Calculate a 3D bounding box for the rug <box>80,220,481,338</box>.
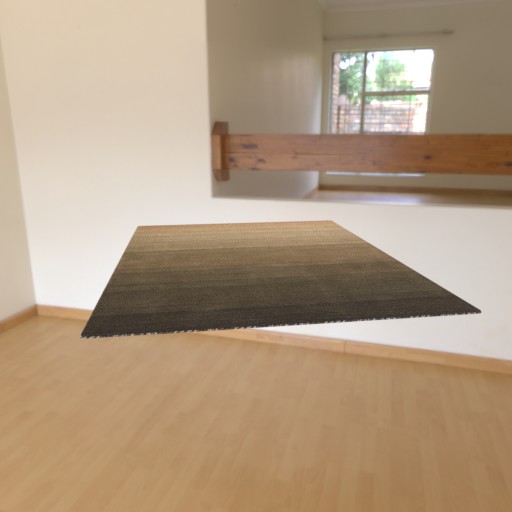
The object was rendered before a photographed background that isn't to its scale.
[{"bbox_3d":[0.000,0.000,3.851,2.306,0.017,2.902,-2,16,-8],"label":"rug"}]
